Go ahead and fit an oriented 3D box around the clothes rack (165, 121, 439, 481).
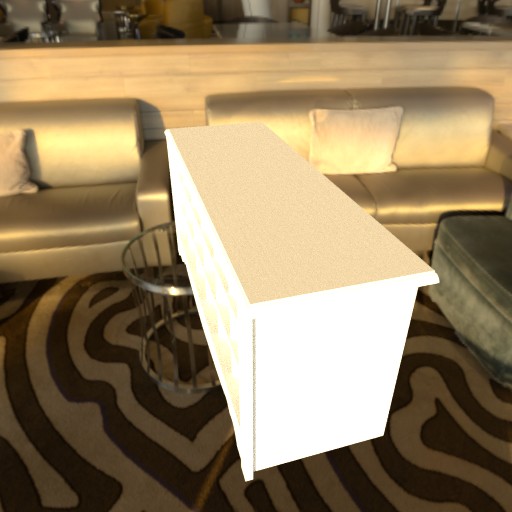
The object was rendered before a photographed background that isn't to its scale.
[{"bbox_3d":[0.000,0.000,1.476,0.405,0.558,1.218,-9,33,-14],"label":"clothes rack"}]
